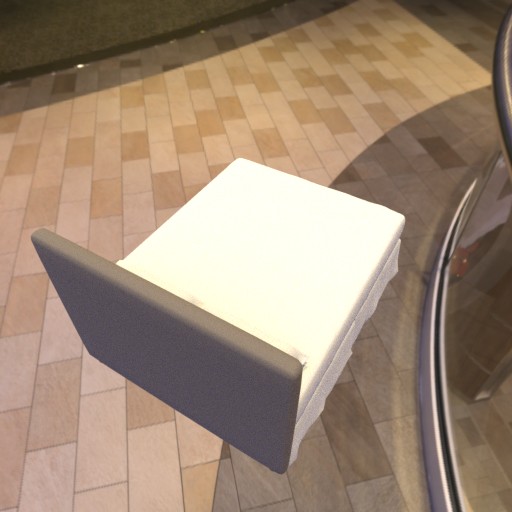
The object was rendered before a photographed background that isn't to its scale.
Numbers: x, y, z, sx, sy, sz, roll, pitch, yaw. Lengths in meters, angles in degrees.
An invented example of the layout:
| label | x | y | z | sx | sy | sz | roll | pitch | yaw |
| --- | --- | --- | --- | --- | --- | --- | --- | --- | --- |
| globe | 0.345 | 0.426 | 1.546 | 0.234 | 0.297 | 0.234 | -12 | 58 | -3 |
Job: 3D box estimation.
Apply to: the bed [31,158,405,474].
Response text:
| label | x | y | z | sx | sy | sz | roll | pitch | yaw |
| --- | --- | --- | --- | --- | --- | --- | --- | --- | --- |
| bed | 0.000 | 0.000 | 3.241 | 1.748 | 1.330 | 2.142 | 24 | 51 | 21 |
